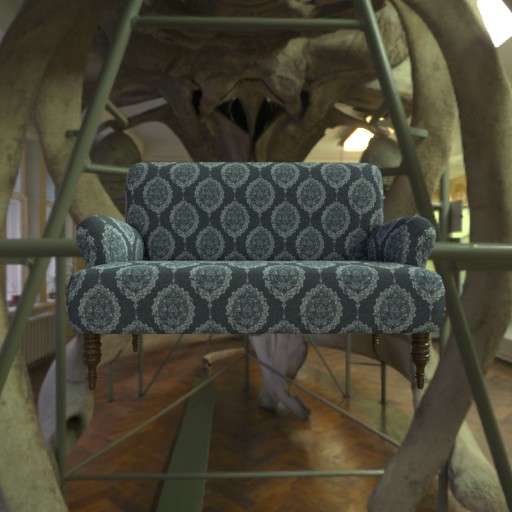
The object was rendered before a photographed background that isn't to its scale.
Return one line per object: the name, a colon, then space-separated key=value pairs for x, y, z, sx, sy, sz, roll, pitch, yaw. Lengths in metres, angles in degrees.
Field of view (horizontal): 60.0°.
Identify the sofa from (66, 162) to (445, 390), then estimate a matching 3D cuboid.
sofa: x=0.000 y=0.000 z=1.753 sx=1.297 sy=0.867 sz=0.779 roll=0 pitch=1 yaw=-1
